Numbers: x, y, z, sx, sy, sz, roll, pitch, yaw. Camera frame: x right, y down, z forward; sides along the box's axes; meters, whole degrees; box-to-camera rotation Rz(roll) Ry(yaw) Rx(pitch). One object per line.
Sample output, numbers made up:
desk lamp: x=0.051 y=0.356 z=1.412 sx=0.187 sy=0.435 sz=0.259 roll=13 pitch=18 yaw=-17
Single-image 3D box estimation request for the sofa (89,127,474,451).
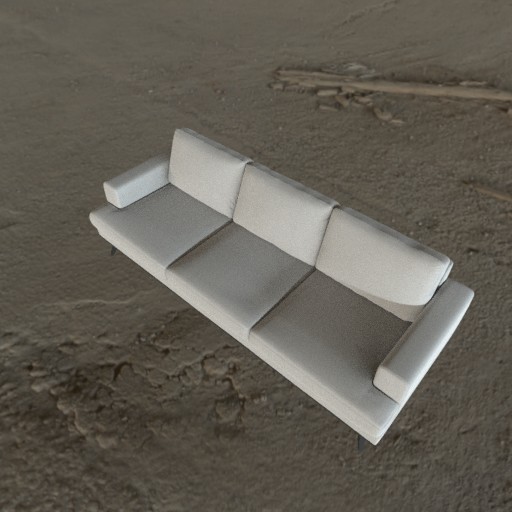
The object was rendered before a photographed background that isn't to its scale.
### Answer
sofa: x=0.000 y=0.000 z=2.752 sx=2.310 sy=0.810 sz=0.920 roll=32 pitch=53 yaw=28
